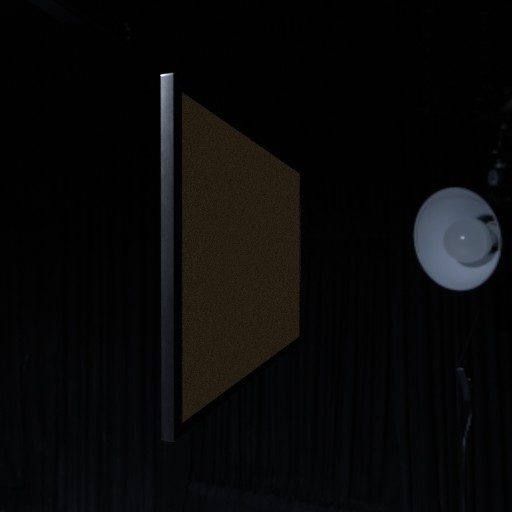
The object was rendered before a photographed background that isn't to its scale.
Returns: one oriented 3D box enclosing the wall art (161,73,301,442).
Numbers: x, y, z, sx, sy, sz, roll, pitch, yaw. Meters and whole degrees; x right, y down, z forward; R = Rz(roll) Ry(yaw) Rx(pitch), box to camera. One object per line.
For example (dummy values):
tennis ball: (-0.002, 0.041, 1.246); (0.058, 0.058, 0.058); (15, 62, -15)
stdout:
wall art: (0.000, 0.000, 0.577); (0.013, 0.306, 0.440); (0, 1, 20)
